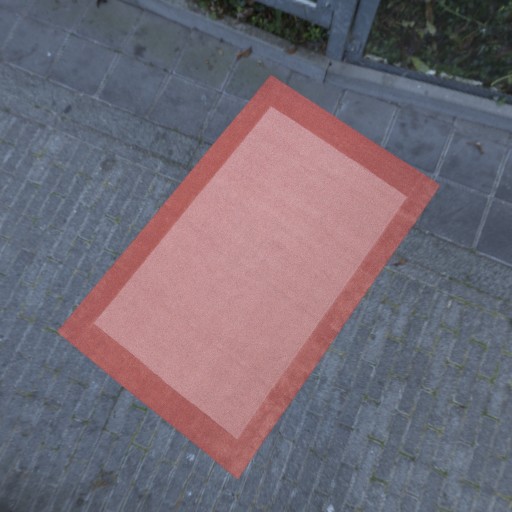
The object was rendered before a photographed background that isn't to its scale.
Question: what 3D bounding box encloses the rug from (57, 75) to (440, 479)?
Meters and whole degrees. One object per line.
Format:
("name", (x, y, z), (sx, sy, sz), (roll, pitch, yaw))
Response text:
("rug", (0.000, 0.000, 3.091), (1.524, 0.014, 2.438), (36, 79, 8))
